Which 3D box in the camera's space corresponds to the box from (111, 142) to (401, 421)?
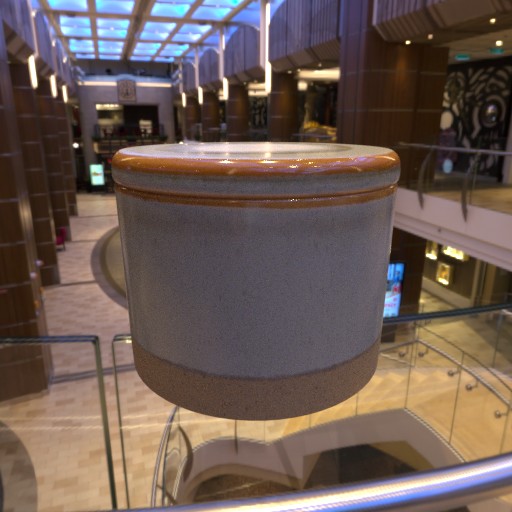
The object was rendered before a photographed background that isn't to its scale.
[{"bbox_3d":[0.000,0.000,0.210,0.123,0.100,0.123,0,17,0],"label":"box"}]
